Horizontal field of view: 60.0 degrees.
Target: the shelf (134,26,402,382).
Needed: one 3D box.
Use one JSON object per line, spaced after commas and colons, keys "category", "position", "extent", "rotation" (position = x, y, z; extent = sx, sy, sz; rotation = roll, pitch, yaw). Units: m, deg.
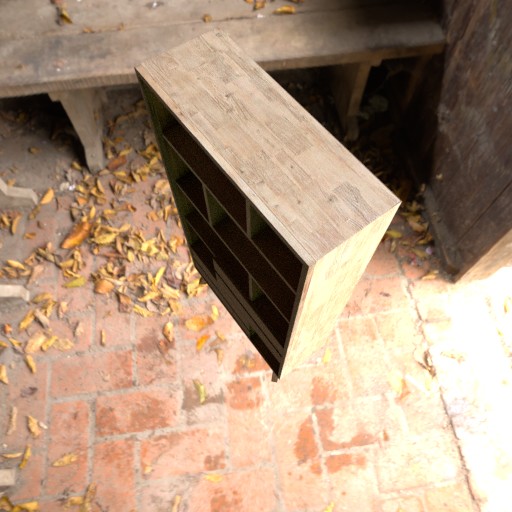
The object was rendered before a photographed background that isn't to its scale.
{"category": "shelf", "position": [0.000, 0.000, 1.778], "extent": [0.308, 1.471, 0.748], "rotation": [-34, 69, -15]}
